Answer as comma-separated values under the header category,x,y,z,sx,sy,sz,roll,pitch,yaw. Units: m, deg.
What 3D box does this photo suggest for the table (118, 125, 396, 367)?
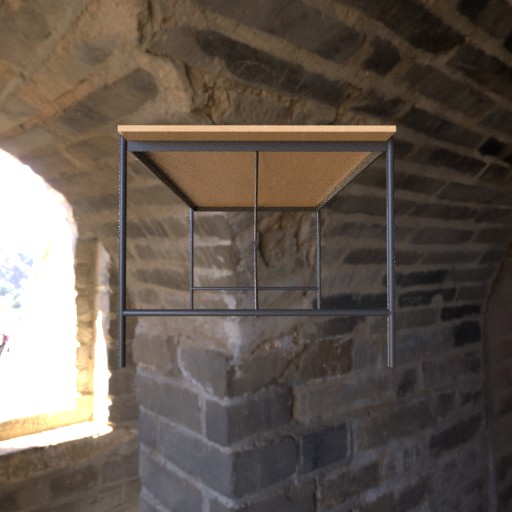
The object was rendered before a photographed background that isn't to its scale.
category,x,y,z,sx,sy,sz,roll,pitch,yaw
table,0.000,0.000,2.249,0.900,0.758,1.800,0,-1,0
